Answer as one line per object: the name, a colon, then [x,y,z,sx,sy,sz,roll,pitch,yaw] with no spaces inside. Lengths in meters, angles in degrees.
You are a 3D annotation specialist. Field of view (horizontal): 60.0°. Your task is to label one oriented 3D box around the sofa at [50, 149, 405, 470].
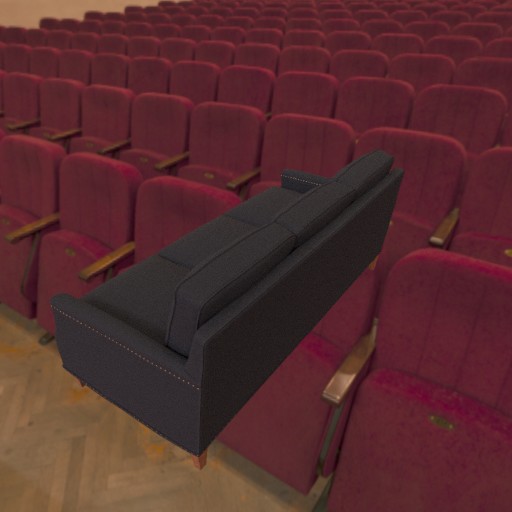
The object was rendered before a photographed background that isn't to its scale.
sofa: [0.000,0.000,2.792,1.084,1.003,2.246,20,37,29]
